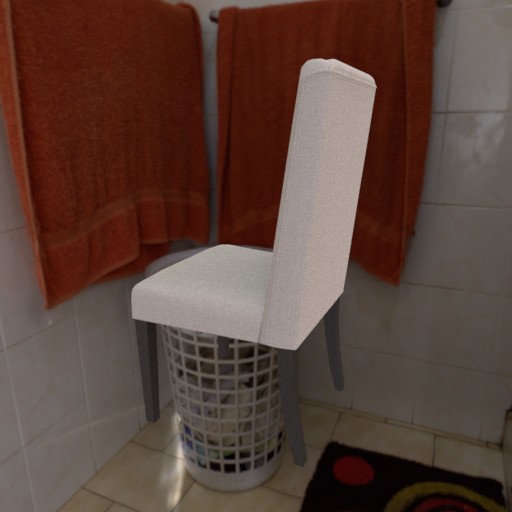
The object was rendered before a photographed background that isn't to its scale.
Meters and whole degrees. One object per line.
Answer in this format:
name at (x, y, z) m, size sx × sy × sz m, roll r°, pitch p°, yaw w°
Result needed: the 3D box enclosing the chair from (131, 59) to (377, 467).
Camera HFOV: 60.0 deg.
chair at (0.000, 0.000, 1.252) m, size 0.523 × 0.961 × 0.474 m, roll 8°, pitch 18°, yaw 25°
